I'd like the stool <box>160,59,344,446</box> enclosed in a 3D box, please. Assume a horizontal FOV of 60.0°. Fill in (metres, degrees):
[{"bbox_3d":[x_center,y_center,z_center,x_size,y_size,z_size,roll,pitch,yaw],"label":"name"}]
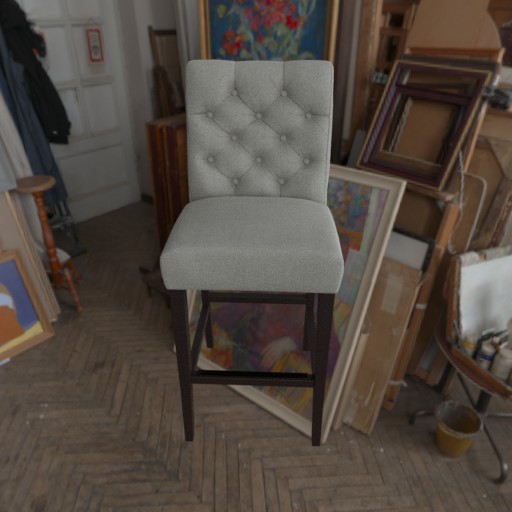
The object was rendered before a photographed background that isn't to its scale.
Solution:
[{"bbox_3d":[0.000,0.000,1.462,0.493,1.140,0.601,1,30,2],"label":"stool"}]
